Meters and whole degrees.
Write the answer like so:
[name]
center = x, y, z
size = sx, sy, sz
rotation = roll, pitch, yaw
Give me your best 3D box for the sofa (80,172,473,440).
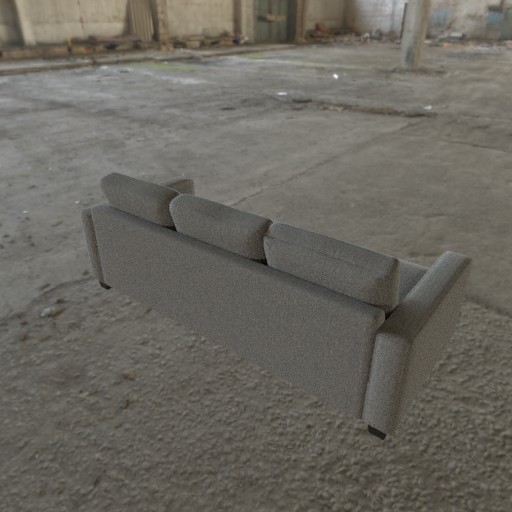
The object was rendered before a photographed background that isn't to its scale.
[sofa]
center = 0.000, 0.000, 2.569
size = 2.120, 0.800, 0.900
rotation = 20, 34, 33
